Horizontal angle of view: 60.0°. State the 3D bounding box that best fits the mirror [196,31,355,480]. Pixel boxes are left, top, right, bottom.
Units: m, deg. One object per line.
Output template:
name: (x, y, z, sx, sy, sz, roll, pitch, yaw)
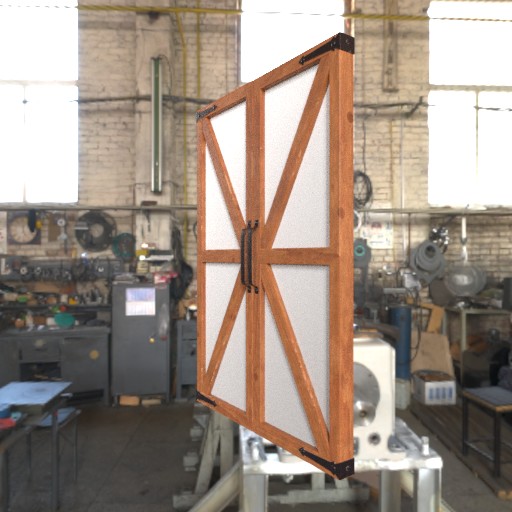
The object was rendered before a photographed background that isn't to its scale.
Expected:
mirror: (0.000, 0.000, 0.962, 0.053, 0.761, 0.517, 0, 0, -36)
